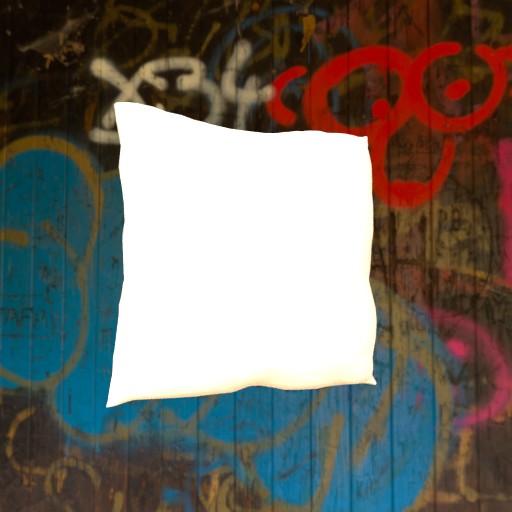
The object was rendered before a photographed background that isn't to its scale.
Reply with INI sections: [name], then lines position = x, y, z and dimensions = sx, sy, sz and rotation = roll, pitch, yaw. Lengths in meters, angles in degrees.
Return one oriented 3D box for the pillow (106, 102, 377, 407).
[pillow]
position = 0.000, 0.000, 0.712
dimensions = 0.450, 0.448, 0.245
rotation = 1, -2, -19
